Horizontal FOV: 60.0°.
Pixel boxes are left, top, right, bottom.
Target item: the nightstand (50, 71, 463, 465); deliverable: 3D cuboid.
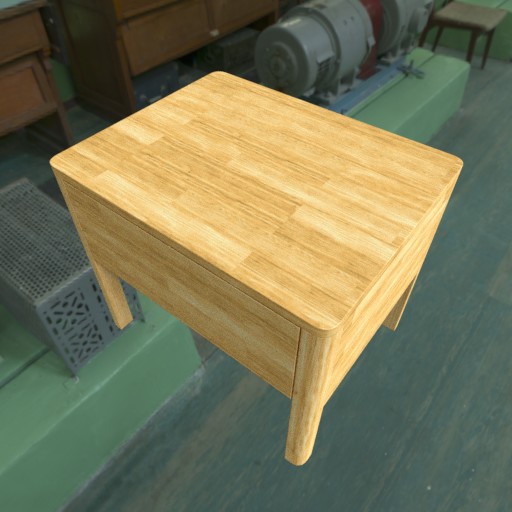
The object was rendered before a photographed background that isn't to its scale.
[{"bbox_3d":[0.000,0.000,0.918,0.560,0.470,0.440,30,54,25],"label":"nightstand"}]
